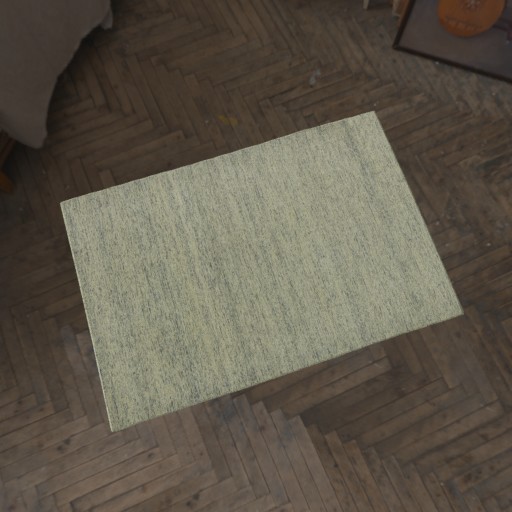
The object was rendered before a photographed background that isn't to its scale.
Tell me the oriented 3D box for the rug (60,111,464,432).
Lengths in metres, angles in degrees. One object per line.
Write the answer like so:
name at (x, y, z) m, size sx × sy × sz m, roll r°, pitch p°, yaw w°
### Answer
rug at (0.000, 0.000, 2.340) m, size 1.846 × 0.014 × 1.243 m, roll -17°, pitch 76°, yaw -4°
